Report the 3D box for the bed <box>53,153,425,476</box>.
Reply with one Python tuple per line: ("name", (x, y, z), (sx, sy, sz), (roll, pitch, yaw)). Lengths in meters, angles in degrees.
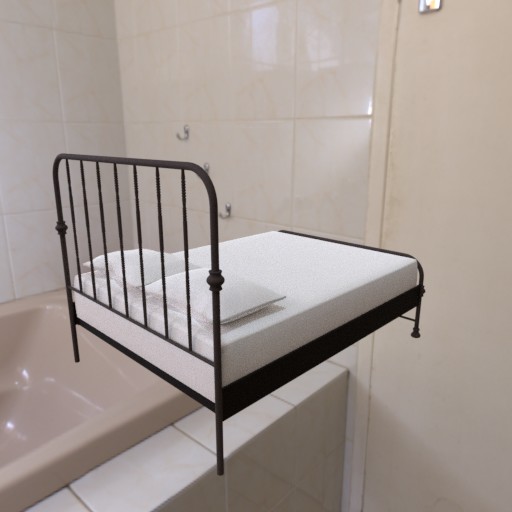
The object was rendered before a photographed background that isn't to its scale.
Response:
("bed", (0.000, 0.000, 3.148), (1.616, 1.446, 2.134), (15, 21, 42))
